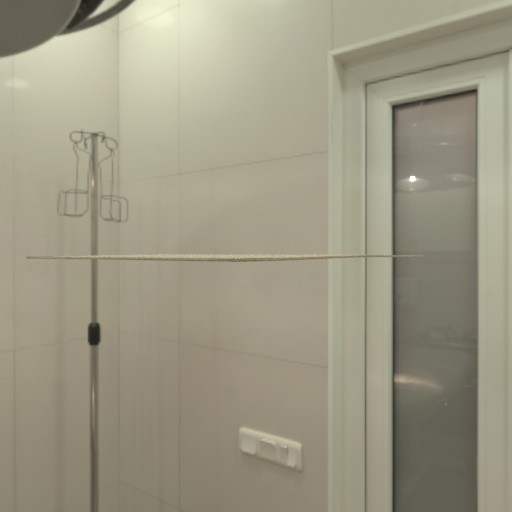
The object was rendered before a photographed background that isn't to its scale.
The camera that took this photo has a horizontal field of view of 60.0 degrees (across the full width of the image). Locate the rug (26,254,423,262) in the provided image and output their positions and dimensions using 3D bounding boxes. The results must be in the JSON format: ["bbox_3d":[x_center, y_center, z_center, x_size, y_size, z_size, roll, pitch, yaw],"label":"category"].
[{"bbox_3d":[0.000,0.000,3.022,1.574,0.029,2.346,0,1,36],"label":"rug"}]
